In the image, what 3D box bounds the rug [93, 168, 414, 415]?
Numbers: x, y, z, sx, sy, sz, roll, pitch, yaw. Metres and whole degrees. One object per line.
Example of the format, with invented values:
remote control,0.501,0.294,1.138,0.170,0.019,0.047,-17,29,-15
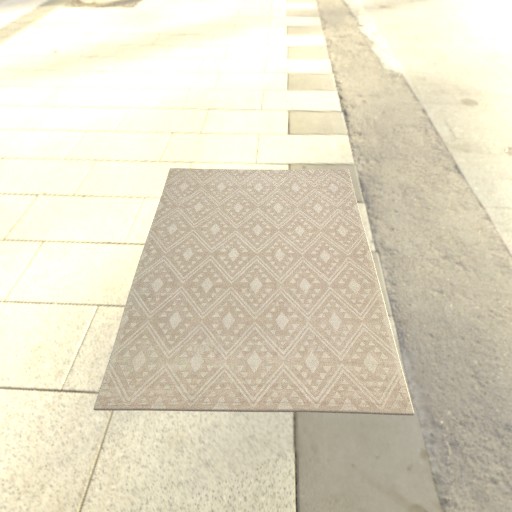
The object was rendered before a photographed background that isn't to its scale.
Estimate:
rug,0.000,0.000,2.397,1.252,0.034,1.829,1,41,1
